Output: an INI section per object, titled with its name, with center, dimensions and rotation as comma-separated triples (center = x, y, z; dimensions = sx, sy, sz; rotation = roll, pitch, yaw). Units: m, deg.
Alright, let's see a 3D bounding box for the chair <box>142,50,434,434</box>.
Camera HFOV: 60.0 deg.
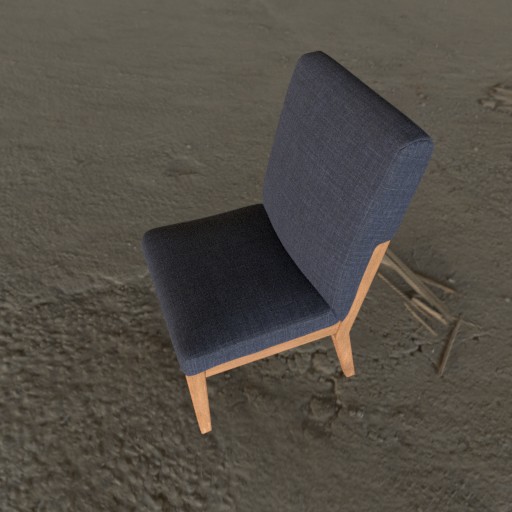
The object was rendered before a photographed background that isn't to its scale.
[chair]
center = 0.000, 0.000, 1.262
dimensions = 0.586, 0.911, 0.507
rotation = -16, 48, -15
